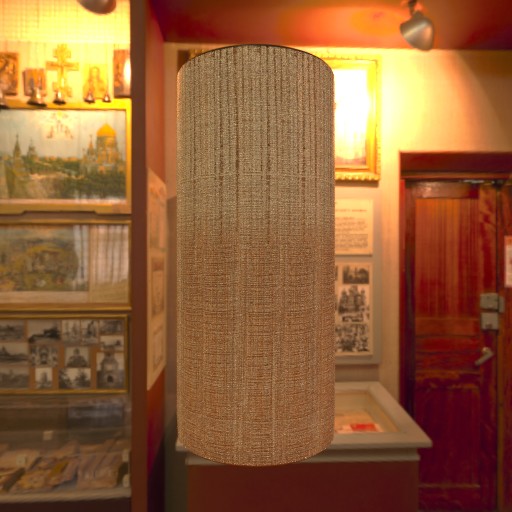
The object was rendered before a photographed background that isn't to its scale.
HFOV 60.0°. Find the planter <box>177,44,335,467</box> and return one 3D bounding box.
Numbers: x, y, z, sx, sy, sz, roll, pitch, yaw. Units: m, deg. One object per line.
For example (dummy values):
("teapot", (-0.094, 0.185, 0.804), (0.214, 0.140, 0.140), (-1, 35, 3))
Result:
("planter", (0.000, 0.000, 0.285), (0.100, 0.227, 0.100), (0, 0, -1))
